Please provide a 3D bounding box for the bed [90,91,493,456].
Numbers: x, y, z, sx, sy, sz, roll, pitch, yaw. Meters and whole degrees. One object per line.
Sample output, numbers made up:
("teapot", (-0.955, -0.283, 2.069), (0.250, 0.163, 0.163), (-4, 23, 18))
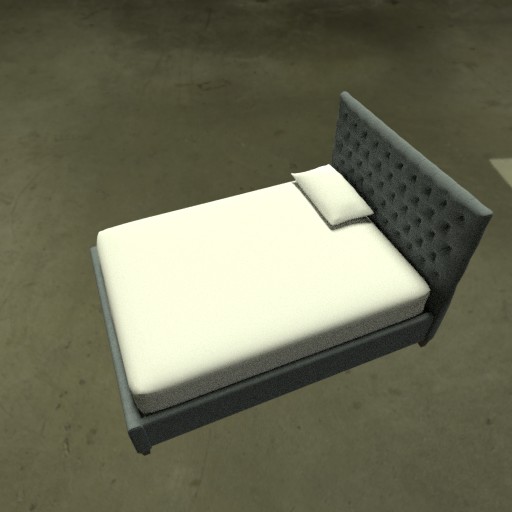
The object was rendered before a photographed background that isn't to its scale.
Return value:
("bed", (0.000, 0.000, 3.290), (2.335, 1.411, 1.698), (-16, 48, -15))
